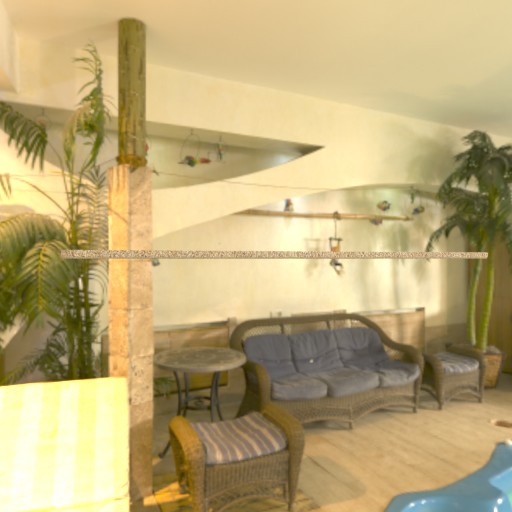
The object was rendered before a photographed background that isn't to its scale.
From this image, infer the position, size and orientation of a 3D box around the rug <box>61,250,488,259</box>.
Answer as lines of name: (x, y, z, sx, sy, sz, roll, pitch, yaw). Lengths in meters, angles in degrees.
rug: (0.000, 0.000, 2.106, 1.600, 0.025, 1.199, 0, 0, -19)
